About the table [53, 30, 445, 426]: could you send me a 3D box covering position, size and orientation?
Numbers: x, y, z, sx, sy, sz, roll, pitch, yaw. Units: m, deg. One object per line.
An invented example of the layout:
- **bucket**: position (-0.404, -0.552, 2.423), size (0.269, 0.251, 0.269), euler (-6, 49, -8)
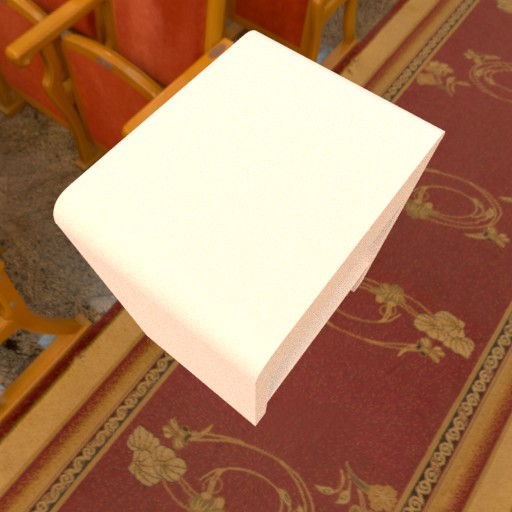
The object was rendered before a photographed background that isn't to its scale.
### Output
- **table**: position (0.000, 0.000, 0.859), size (0.350, 0.590, 0.450), euler (35, 69, 16)
